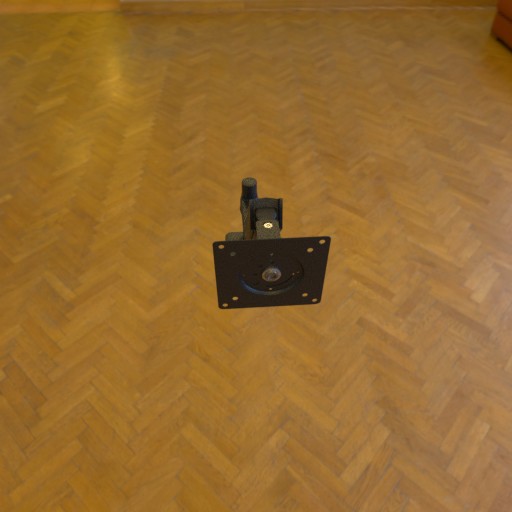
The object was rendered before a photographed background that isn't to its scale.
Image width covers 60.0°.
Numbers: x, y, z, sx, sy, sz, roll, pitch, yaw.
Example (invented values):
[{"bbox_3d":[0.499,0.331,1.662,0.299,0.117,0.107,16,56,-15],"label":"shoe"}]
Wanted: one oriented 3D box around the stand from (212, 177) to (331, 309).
[{"bbox_3d":[0.000,0.000,1.026,0.152,0.713,0.650,-3,45,-3],"label":"stand"}]
